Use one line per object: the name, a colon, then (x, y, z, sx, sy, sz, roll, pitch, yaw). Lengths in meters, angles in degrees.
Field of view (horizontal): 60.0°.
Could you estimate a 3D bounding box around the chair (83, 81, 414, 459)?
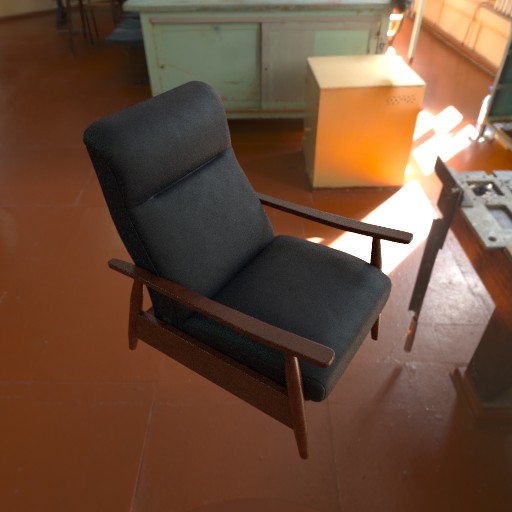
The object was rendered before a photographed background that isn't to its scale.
chair: (0.000, 0.000, 1.787, 1.014, 1.082, 0.762, 23, 45, 26)
